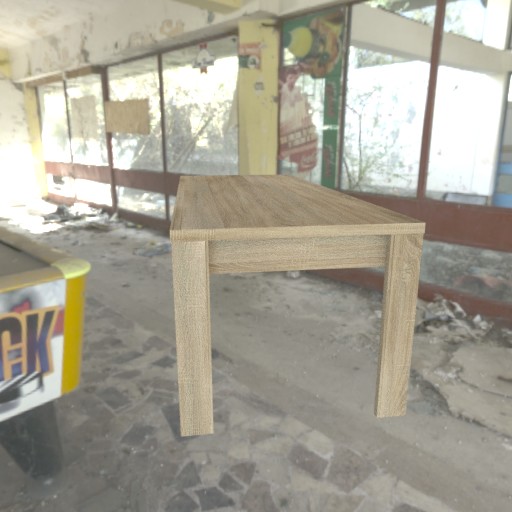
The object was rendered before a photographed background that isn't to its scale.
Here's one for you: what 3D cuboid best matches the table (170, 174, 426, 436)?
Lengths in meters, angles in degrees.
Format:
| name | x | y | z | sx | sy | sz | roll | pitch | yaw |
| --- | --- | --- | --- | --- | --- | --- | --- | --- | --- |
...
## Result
| name | x | y | z | sx | sy | sz | roll | pitch | yaw |
| --- | --- | --- | --- | --- | --- | --- | --- | --- | --- |
| table | 0.000 | 0.000 | 2.673 | 0.900 | 0.790 | 2.200 | -2 | 15 | -8 |
